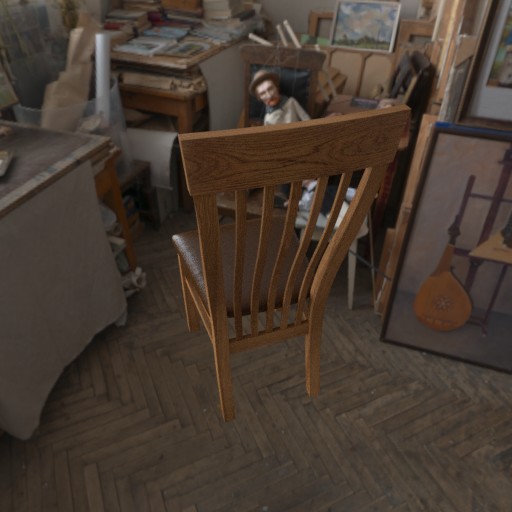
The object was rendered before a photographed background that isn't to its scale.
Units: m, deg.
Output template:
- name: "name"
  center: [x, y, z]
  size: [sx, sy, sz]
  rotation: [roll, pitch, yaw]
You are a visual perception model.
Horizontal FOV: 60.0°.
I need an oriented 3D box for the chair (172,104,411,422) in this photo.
- name: "chair"
  center: [0.000, 0.000, 1.335]
  size: [0.450, 1.050, 0.580]
  rotation: [-12, 41, -14]
